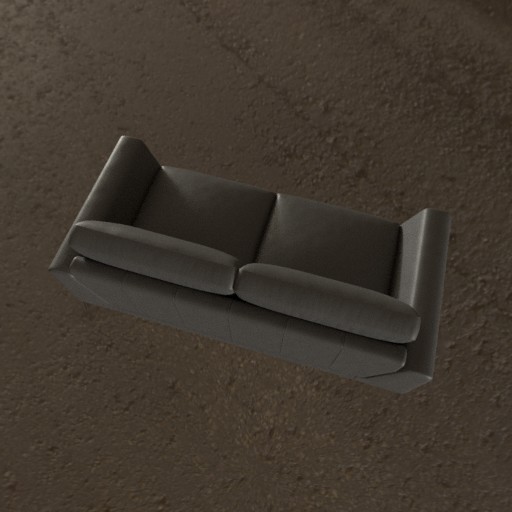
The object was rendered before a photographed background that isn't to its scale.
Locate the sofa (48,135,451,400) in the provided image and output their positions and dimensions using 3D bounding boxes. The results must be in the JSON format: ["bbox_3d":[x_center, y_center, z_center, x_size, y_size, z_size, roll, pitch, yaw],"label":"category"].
[{"bbox_3d":[0.000,0.000,2.535,2.017,0.875,0.953,15,65,7],"label":"sofa"}]
